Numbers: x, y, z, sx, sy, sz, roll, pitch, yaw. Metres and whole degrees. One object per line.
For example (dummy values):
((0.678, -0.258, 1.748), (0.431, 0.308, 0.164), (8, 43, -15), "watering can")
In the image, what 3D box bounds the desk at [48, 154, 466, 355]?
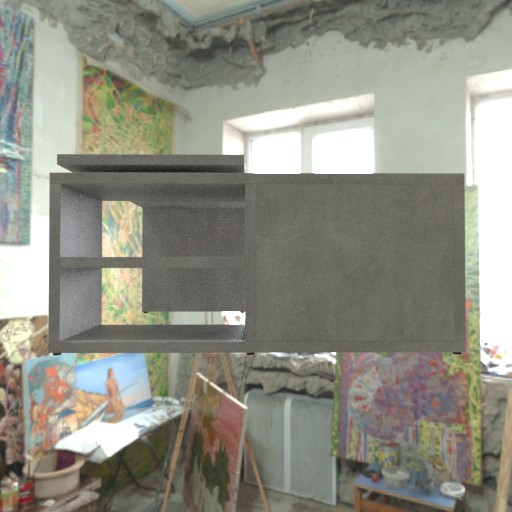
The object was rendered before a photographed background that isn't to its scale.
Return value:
((0.000, 0.000, 2.296), (1.500, 0.740, 1.400), (0, -1, -1), "desk")
